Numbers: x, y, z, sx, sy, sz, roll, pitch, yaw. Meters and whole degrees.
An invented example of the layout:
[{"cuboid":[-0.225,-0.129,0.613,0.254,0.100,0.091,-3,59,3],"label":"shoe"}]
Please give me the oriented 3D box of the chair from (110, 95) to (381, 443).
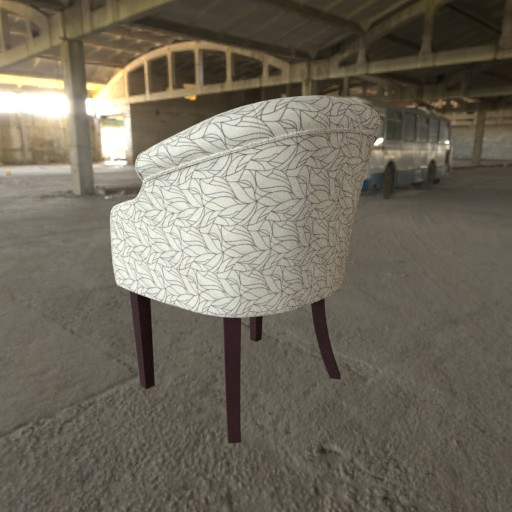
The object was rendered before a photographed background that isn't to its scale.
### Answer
[{"cuboid":[0.000,0.000,1.315,0.613,0.858,0.686,14,20,43],"label":"chair"}]
